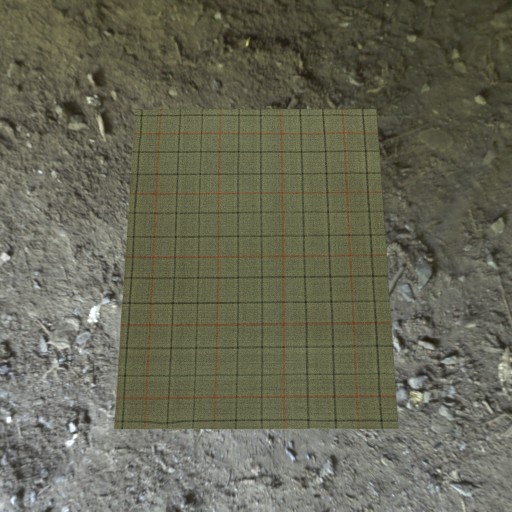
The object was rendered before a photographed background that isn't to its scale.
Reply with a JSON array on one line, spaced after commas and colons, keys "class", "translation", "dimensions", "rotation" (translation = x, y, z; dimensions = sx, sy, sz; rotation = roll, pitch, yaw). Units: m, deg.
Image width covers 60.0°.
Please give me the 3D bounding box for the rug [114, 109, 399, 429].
[{"class": "rug", "translation": [0.000, 0.000, 4.138], "dimensions": [2.444, 0.012, 3.048], "rotation": [0, 77, 0]}]
